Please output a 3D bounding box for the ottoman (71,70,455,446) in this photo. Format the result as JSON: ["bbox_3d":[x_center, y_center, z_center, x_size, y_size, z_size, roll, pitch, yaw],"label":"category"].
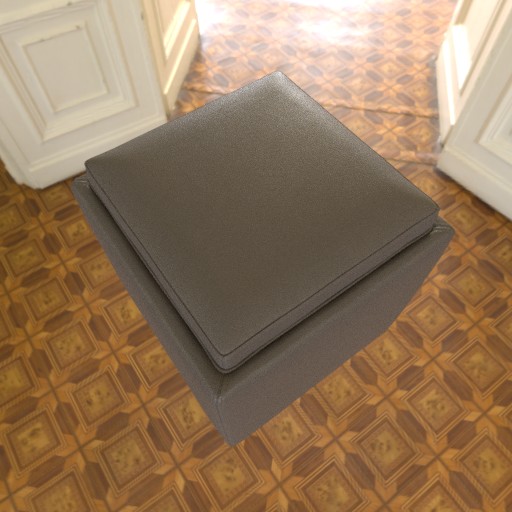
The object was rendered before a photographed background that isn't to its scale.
[{"bbox_3d":[0.000,0.000,0.822,0.450,0.460,0.451,-32,64,-18],"label":"ottoman"}]
